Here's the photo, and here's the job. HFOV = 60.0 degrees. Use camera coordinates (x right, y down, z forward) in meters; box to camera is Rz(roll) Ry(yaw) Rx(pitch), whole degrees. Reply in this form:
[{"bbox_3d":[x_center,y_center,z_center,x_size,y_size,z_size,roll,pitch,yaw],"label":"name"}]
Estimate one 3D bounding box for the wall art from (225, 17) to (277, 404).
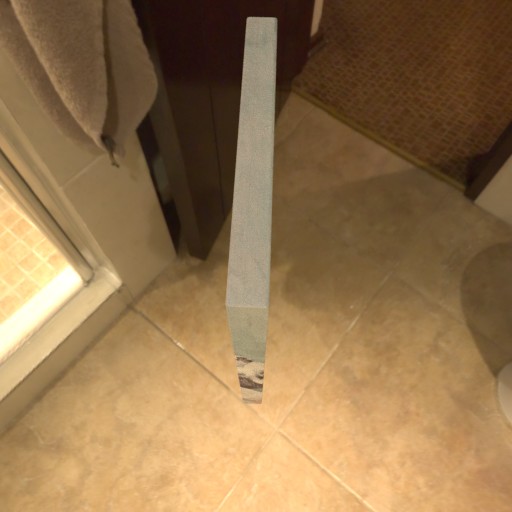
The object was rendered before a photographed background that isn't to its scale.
[{"bbox_3d":[0.000,0.000,1.152,0.061,0.911,0.609,2,64,1],"label":"wall art"}]
